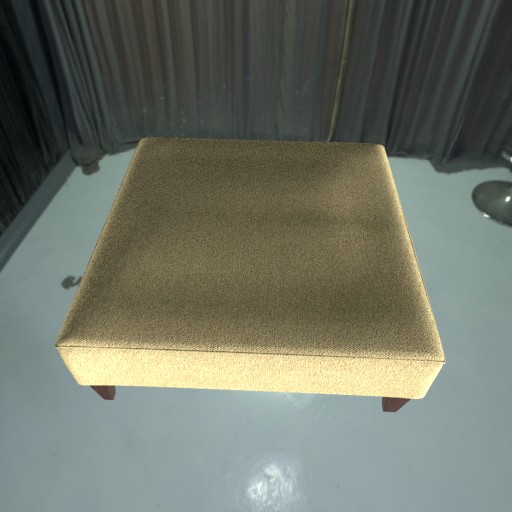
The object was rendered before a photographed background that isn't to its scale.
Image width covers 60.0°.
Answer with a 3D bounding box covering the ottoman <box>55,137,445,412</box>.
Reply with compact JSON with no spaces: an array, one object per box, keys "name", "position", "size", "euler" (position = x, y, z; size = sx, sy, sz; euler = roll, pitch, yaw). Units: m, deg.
[{"name":"ottoman","position":[0.000,0.000,1.520],"size":[0.970,0.378,0.981],"euler":[2,46,2]}]
